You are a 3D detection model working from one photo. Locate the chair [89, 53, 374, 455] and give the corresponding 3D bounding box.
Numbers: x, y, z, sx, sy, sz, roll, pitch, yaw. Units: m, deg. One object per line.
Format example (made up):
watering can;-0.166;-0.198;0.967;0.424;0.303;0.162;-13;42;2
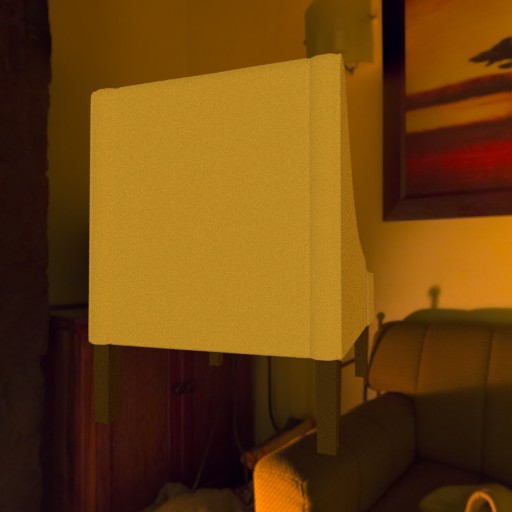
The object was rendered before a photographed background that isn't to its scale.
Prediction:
chair;0.000;0.000;1.436;0.689;0.886;0.806;0;-1;19
